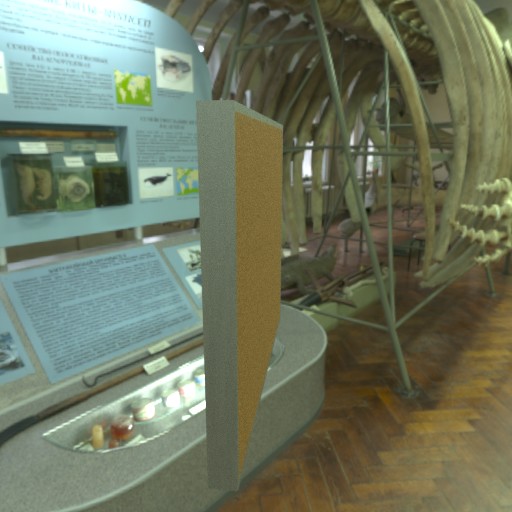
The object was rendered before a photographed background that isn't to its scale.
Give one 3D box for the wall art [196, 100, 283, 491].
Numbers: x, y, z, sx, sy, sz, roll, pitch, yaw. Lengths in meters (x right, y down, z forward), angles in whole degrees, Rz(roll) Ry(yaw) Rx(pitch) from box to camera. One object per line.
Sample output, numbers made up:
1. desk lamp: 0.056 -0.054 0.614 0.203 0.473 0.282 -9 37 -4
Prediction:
1. wall art: 0.000 0.000 0.754 0.037 0.450 0.557 2 14 8
